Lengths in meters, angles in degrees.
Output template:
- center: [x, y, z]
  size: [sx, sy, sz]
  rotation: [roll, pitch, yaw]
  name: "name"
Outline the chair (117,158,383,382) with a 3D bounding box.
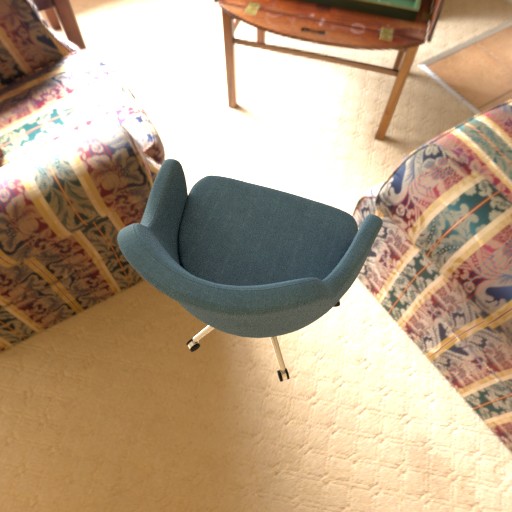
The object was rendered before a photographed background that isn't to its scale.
- center: [0.000, 0.000, 1.255]
  size: [0.599, 0.820, 0.655]
  rotation: [17, 63, 9]
  name: "chair"
